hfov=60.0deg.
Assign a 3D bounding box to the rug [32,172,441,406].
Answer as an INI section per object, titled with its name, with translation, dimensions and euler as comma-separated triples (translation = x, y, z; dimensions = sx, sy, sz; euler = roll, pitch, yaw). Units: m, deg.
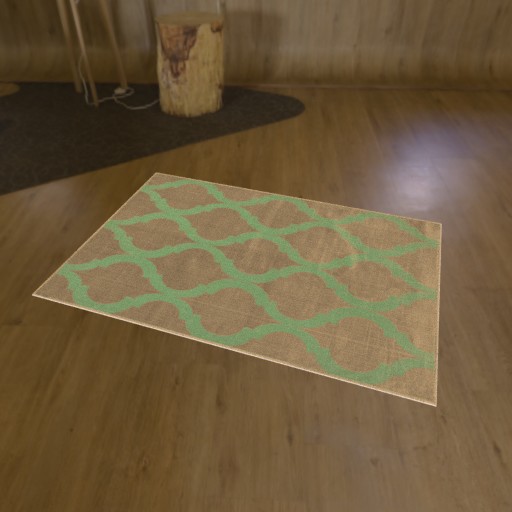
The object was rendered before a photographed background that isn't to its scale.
[rug]
translation = 0.000, 0.000, 2.898
dimensions = 2.286, 0.006, 1.524
euler = 12, 42, 14
